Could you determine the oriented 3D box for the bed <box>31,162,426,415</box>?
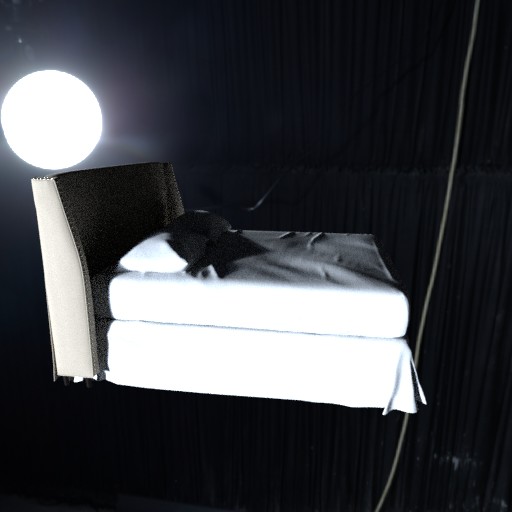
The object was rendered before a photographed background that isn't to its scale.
[{"bbox_3d":[0.000,0.000,3.366,2.276,1.332,1.925,2,15,9],"label":"bed"}]
